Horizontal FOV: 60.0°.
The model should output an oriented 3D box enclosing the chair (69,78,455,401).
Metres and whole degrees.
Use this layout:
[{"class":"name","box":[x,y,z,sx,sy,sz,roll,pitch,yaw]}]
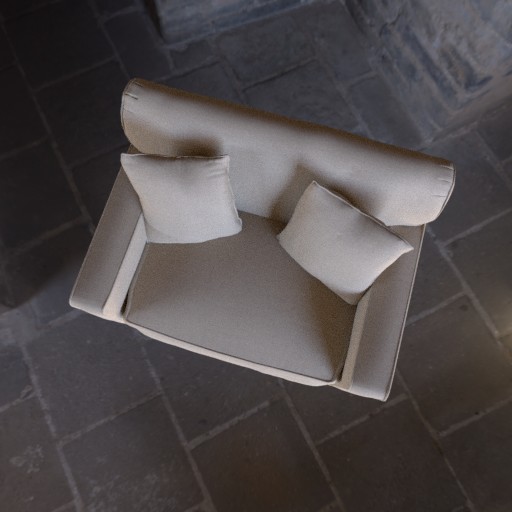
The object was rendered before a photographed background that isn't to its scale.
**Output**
[{"class":"chair","box":[0.000,0.000,2.068,1.383,0.948,1.000,16,77,4]}]
